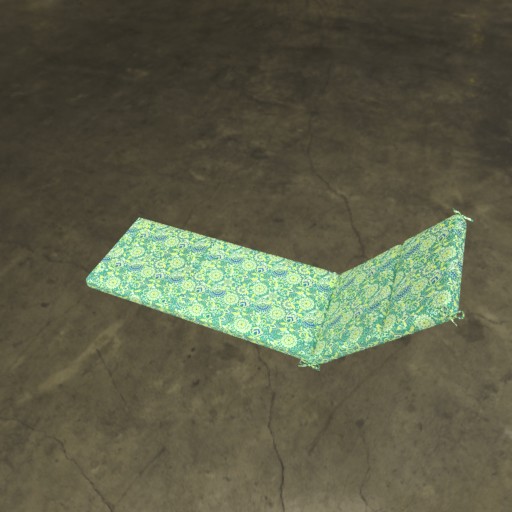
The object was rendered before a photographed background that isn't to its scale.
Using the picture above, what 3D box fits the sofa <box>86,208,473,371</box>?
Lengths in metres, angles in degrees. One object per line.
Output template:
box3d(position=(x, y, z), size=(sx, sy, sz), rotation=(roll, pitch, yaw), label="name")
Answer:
box3d(position=(0.000, 0.000, 2.009), size=(1.663, 0.622, 0.582), rotation=(16, 48, 15), label="sofa")
